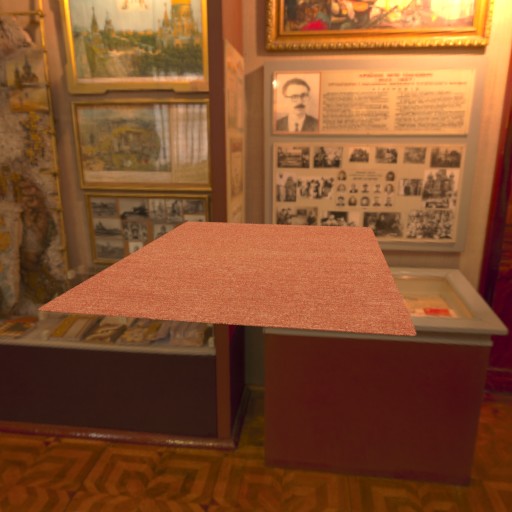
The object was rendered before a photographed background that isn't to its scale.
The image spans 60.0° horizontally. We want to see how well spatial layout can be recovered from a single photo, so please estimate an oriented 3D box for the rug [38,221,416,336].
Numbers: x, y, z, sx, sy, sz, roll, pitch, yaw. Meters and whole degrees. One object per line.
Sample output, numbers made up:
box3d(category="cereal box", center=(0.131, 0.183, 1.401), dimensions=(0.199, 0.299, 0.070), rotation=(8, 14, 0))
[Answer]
box3d(category="rug", center=(0.000, 0.000, 2.804), dimensions=(1.594, 0.009, 2.112), rotation=(2, 15, 9))
